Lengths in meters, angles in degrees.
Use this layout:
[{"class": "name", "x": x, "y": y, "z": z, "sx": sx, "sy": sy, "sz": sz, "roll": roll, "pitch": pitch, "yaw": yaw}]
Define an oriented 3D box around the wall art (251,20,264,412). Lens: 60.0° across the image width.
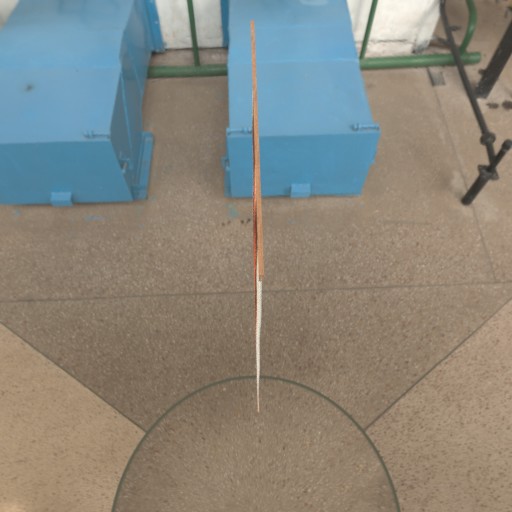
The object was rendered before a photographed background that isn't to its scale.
[{"class": "wall art", "x": 0.000, "y": 0.000, "z": 1.951, "sx": 0.019, "sy": 1.527, "sz": 1.019, "roll": -1, "pitch": 59, "yaw": -1}]
